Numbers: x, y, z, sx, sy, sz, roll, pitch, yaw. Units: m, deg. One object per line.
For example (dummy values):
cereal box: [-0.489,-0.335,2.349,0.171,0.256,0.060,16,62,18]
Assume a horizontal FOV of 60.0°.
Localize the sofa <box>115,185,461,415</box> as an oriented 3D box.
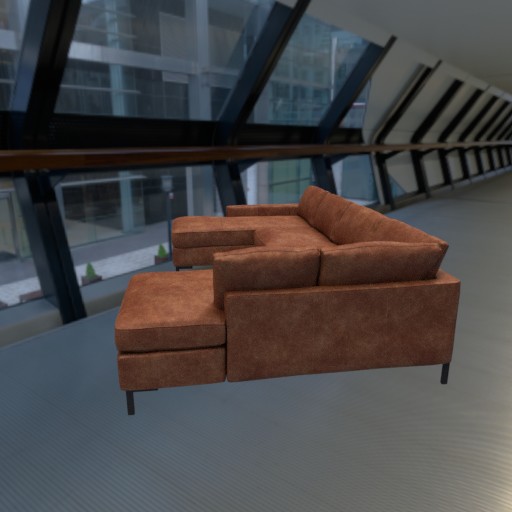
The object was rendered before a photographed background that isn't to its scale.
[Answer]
sofa: [0.000,0.000,3.792,1.939,0.900,2.956,-2,16,-9]
